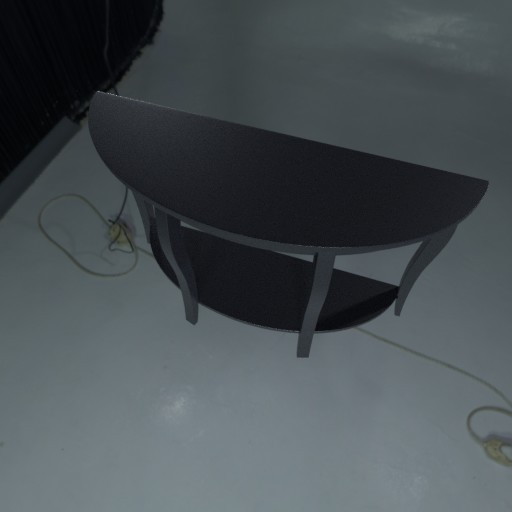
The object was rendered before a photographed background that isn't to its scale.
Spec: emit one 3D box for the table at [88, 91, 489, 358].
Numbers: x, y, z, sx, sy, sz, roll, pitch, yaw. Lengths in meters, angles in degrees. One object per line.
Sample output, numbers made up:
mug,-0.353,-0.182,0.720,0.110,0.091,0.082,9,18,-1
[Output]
table,0.000,0.000,1.549,1.219,0.780,0.394,16,58,10
